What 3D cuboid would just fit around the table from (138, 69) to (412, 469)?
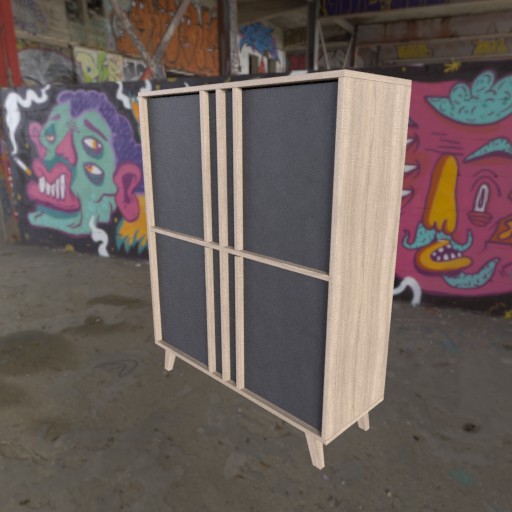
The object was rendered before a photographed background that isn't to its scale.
[{"bbox_3d":[0.000,0.000,1.943,0.398,1.388,1.111,-15,22,-43],"label":"table"}]
